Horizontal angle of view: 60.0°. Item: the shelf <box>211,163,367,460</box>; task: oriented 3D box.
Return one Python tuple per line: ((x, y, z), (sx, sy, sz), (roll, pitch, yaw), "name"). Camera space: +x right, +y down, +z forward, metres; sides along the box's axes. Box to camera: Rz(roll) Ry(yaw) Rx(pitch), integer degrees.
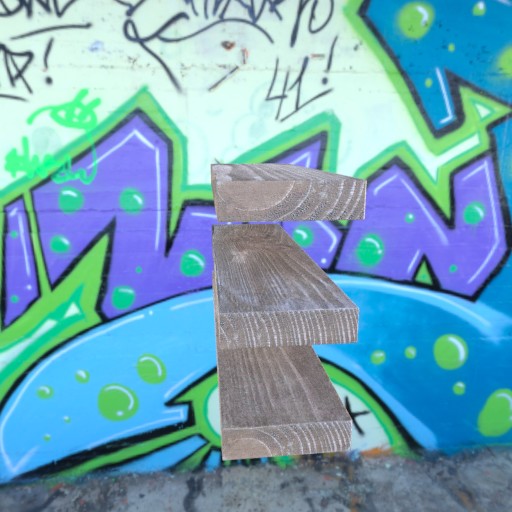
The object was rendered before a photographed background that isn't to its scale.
((0.000, 0.000, 0.735), (0.140, 0.293, 0.610), (-2, 14, -6), "shelf")
